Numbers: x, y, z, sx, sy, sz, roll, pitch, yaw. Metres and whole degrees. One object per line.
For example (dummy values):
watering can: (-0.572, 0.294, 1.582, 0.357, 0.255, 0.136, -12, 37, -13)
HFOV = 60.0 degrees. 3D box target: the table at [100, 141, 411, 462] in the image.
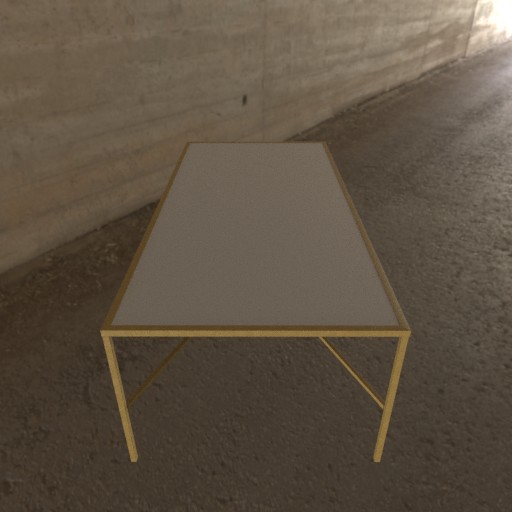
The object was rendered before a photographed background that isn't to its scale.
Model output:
table: (0.000, 0.000, 1.446, 0.580, 0.398, 1.206, 0, 31, 0)
